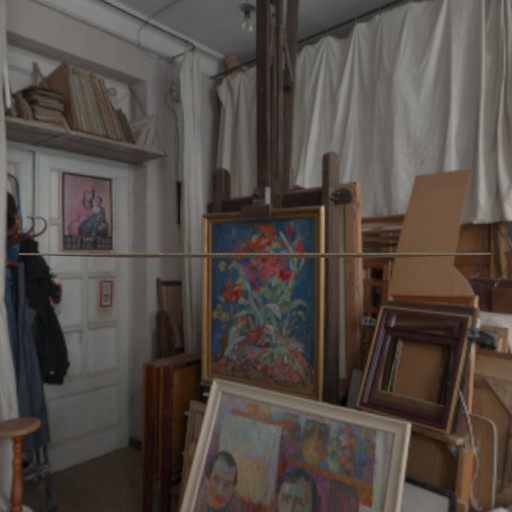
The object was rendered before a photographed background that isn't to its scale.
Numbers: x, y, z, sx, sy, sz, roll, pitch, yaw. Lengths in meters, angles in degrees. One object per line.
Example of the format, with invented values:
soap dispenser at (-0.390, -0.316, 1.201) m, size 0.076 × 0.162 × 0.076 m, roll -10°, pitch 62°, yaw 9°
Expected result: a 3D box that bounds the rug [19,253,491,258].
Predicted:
rug at (0.000, 0.000, 2.324) m, size 1.827 × 0.006 × 1.221 m, roll 0°, pitch -1°, yaw 2°
